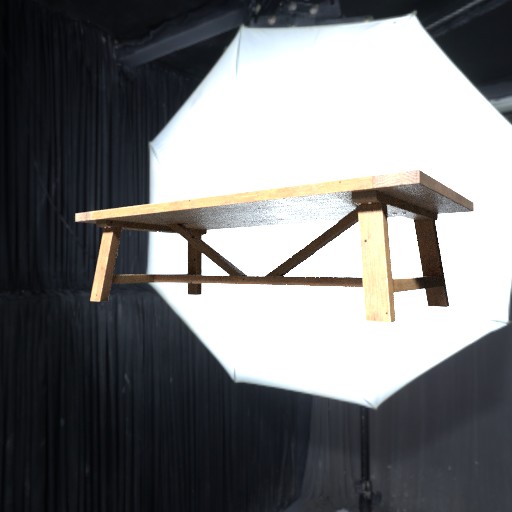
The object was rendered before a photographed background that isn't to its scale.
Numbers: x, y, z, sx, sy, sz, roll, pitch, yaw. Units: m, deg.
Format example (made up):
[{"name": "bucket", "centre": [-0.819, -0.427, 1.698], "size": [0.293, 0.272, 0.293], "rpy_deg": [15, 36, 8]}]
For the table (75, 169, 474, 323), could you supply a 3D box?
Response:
[{"name": "table", "centre": [0.000, 0.000, 2.164], "size": [1.800, 0.465, 0.820], "rpy_deg": [-1, -2, 36]}]
